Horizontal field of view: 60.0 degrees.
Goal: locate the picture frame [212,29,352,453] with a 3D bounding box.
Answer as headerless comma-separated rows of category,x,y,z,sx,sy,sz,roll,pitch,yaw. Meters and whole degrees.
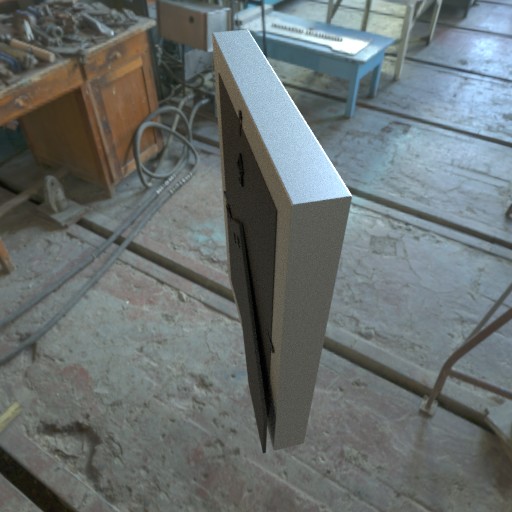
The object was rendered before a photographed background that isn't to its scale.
picture frame,0.000,0.000,0.272,0.028,0.208,0.157,-10,47,-9
